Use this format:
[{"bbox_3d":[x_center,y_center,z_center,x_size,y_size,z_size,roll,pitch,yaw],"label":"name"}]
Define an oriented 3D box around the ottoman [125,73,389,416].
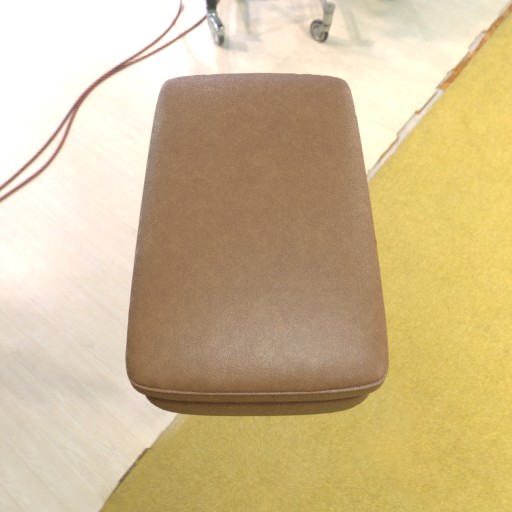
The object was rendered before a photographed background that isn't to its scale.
[{"bbox_3d":[0.000,0.000,0.980,0.420,0.480,0.670,0,63,0],"label":"ottoman"}]
